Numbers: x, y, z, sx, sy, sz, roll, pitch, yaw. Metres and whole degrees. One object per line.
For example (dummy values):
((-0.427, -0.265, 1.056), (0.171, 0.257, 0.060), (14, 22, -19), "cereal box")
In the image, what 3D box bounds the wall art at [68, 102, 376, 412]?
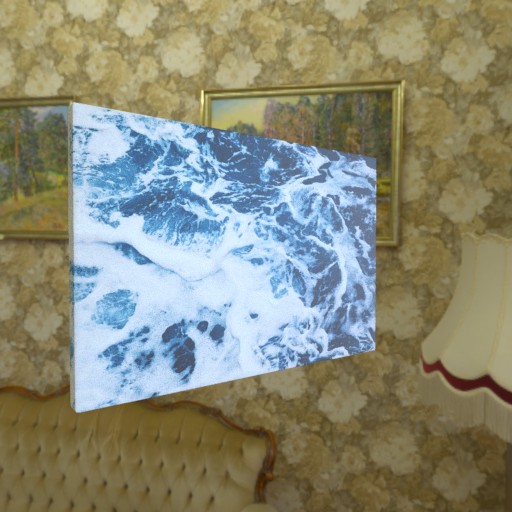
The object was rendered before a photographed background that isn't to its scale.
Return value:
((0.000, 0.000, 1.153), (0.915, 0.610, 0.042), (-1, 1, -36), "wall art")
